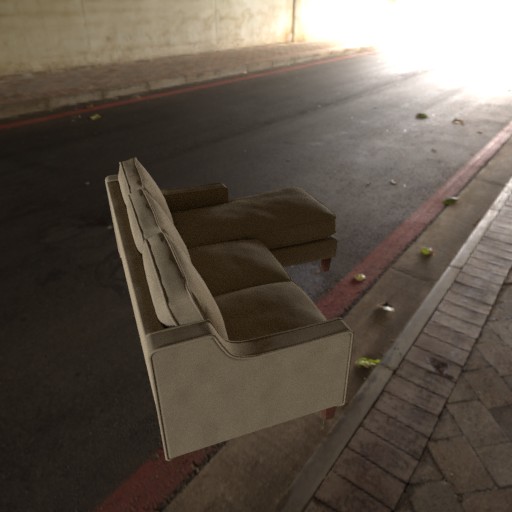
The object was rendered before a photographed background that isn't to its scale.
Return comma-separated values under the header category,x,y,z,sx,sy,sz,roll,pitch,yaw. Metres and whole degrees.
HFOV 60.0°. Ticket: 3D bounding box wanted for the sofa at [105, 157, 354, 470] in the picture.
category,x,y,z,sx,sy,sz,roll,pitch,yaw
sofa,0.000,0.000,3.258,1.858,1.066,2.317,-11,32,-18
